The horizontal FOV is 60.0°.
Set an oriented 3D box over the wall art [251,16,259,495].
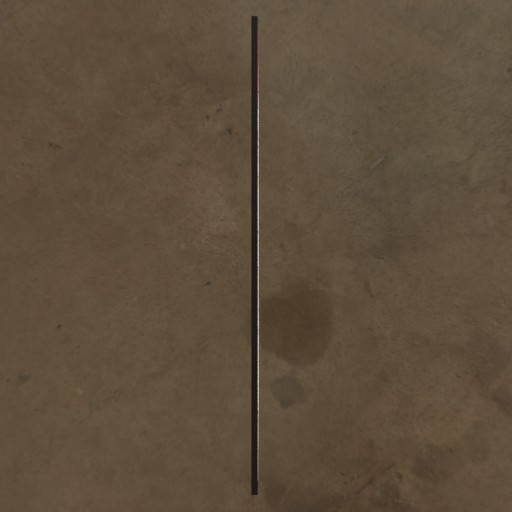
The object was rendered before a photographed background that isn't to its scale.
[{"bbox_3d":[0.000,0.000,1.224,0.013,0.665,0.963,0,89,0],"label":"wall art"}]
